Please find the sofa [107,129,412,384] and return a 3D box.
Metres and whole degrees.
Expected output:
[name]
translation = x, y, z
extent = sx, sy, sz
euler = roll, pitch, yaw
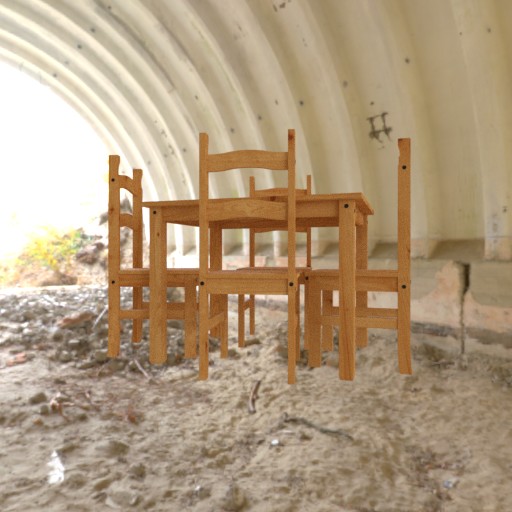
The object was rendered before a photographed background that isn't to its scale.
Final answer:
[sofa]
translation = 0.000, 0.000, 2.309
extent = 1.529, 1.000, 1.144
euler = 0, 0, 18
